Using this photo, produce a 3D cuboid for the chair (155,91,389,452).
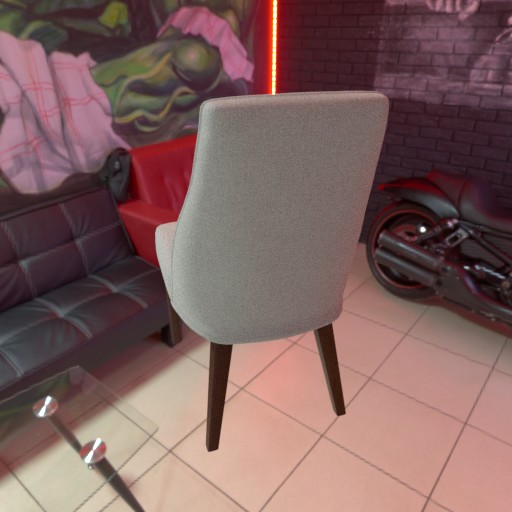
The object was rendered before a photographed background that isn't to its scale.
[{"bbox_3d":[0.000,0.000,1.249,0.500,0.930,0.620,-9,28,-17],"label":"chair"}]
